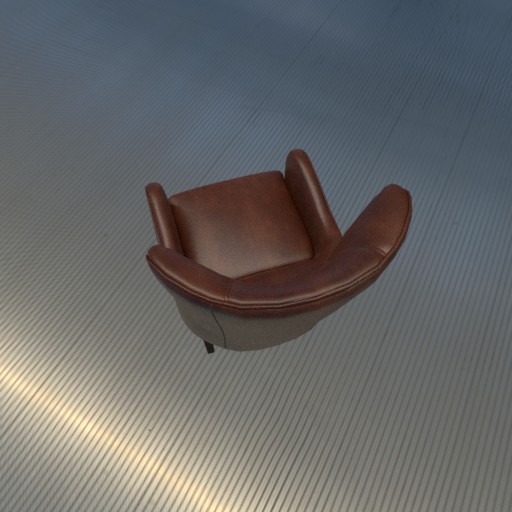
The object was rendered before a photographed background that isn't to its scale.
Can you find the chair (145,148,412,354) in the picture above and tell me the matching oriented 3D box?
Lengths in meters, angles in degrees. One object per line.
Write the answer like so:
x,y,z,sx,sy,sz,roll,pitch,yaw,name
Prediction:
0.000,0.000,1.644,0.692,1.048,0.914,-15,60,-9,chair
